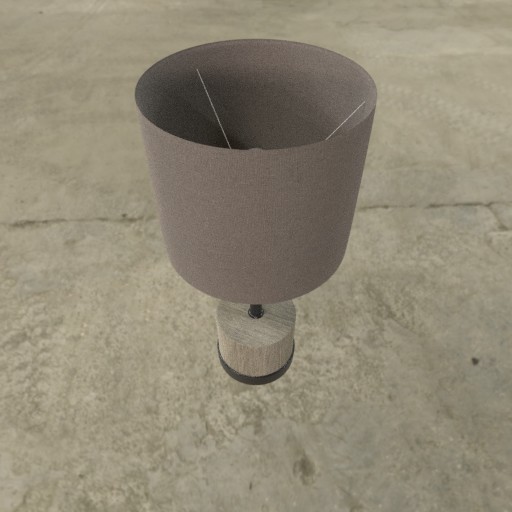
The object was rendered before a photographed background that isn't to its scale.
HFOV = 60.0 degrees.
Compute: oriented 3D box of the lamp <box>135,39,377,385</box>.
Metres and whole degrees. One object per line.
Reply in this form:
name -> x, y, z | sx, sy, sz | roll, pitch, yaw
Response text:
lamp -> 0.000, 0.000, 0.590 | 0.229, 0.470, 0.229 | 17, 48, 16
